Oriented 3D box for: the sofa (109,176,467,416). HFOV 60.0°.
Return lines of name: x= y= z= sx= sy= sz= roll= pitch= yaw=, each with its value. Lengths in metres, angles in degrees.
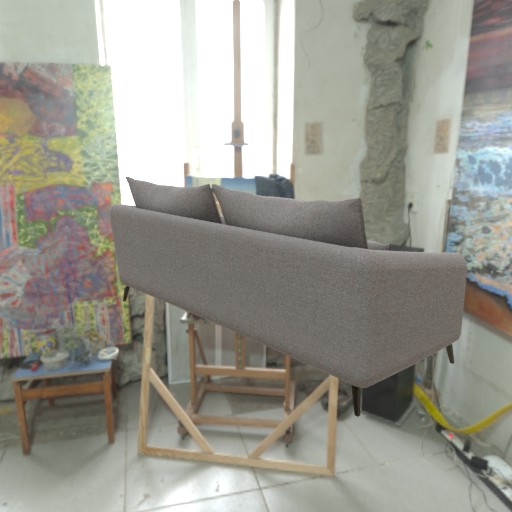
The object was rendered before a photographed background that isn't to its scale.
sofa: x=0.000 y=0.000 z=2.474 sx=0.809 sy=0.833 sz=2.022 roll=-13 pitch=19 yaw=-43
